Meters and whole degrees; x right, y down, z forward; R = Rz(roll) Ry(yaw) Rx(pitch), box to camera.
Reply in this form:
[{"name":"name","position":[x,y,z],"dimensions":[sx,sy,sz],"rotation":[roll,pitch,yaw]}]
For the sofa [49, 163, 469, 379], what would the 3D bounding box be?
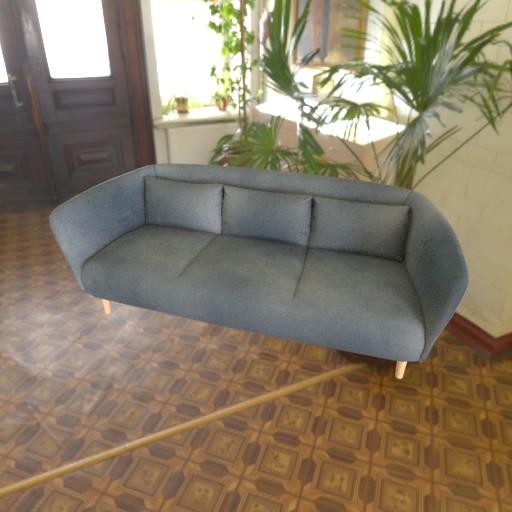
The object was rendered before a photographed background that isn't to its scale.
[{"name":"sofa","position":[0.000,0.000,2.543],"dimensions":[2.095,0.795,0.849],"rotation":[9,29,17]}]
